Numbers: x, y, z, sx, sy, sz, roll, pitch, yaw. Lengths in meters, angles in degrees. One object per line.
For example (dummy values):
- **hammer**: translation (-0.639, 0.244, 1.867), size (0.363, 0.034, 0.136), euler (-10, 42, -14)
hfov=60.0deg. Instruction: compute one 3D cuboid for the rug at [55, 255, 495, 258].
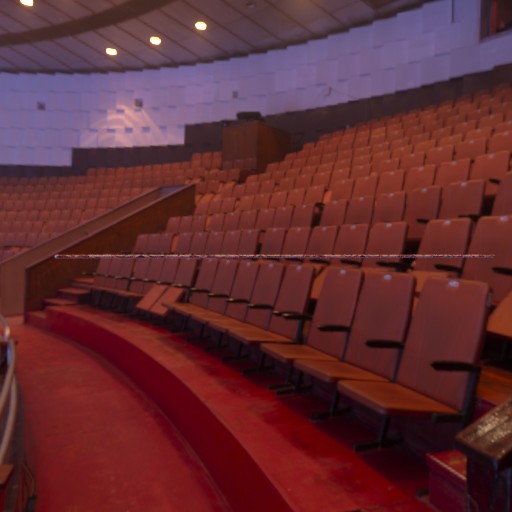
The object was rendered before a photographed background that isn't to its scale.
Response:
- **rug**: translation (0.000, 0.000, 4.185), size (3.215, 0.020, 2.446), euler (0, 0, -18)
